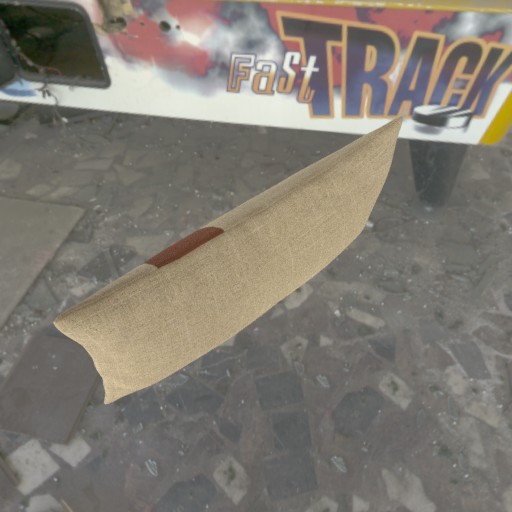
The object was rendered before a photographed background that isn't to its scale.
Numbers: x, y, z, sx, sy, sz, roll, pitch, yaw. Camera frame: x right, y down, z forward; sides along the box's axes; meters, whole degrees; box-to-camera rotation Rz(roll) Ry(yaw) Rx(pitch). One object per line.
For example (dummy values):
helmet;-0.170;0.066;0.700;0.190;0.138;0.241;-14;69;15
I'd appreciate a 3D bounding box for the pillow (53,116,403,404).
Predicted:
pillow;0.000;0.000;0.716;0.612;0.282;0.155;-33;56;-27
